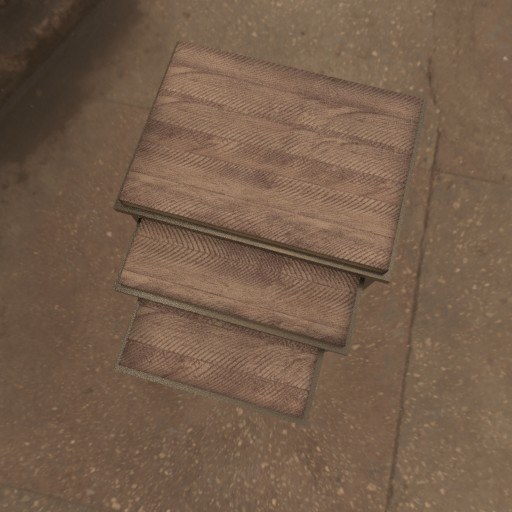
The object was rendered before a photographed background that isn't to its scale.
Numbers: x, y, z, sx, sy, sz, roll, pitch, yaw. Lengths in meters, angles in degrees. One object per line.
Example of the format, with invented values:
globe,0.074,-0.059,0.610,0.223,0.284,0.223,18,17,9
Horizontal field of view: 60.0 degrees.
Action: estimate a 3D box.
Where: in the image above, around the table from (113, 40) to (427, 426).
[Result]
table,0.000,0.000,1.146,0.559,0.610,0.706,15,76,4
